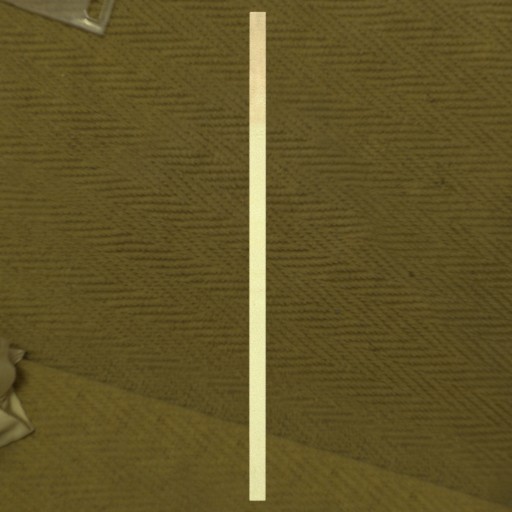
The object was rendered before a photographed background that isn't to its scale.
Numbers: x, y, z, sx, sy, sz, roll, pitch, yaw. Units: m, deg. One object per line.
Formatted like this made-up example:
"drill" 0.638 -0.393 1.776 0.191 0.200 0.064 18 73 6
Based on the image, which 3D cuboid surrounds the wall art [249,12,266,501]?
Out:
"wall art" 0.000 0.000 1.413 0.041 0.758 1.142 0 91 -1
